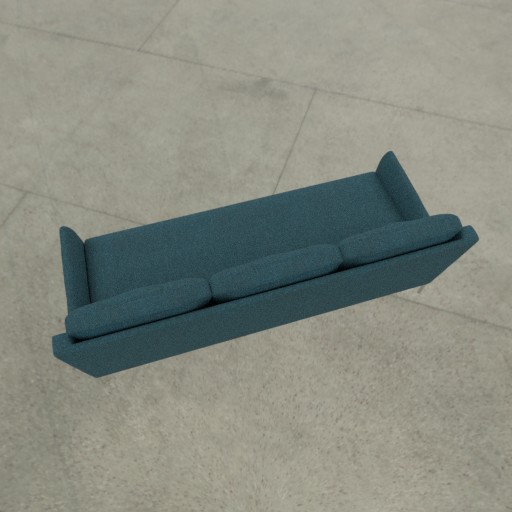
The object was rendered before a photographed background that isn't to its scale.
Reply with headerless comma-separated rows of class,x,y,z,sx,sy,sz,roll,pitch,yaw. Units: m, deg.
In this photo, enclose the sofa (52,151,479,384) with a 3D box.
sofa,0.000,0.000,2.498,2.060,0.837,0.849,-14,59,-9
